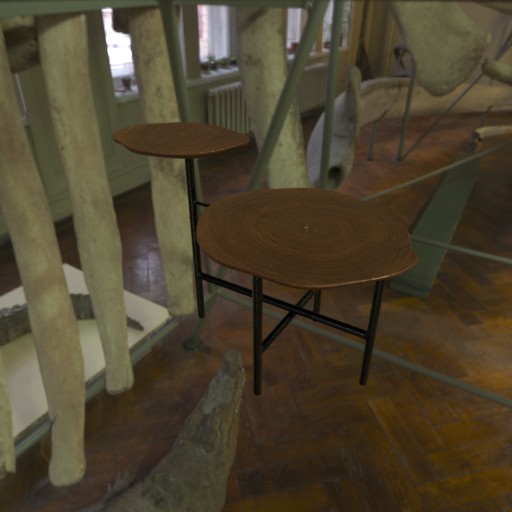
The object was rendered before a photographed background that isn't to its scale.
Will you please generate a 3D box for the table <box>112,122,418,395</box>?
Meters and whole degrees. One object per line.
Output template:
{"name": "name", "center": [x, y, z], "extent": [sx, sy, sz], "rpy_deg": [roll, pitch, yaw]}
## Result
{"name": "table", "center": [0.000, 0.000, 1.105], "extent": [0.759, 0.538, 0.442], "rpy_deg": [18, 35, 27]}
